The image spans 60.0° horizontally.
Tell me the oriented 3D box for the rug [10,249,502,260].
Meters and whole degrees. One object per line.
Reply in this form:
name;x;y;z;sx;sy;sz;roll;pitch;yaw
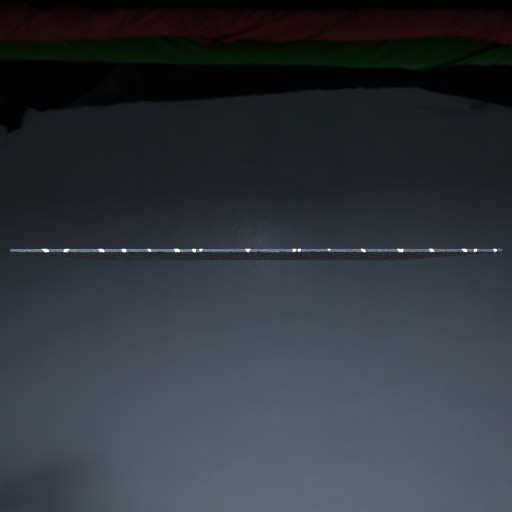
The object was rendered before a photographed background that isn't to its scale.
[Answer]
rug;0.000;0.000;2.243;1.830;0.013;1.223;0;-2;0
